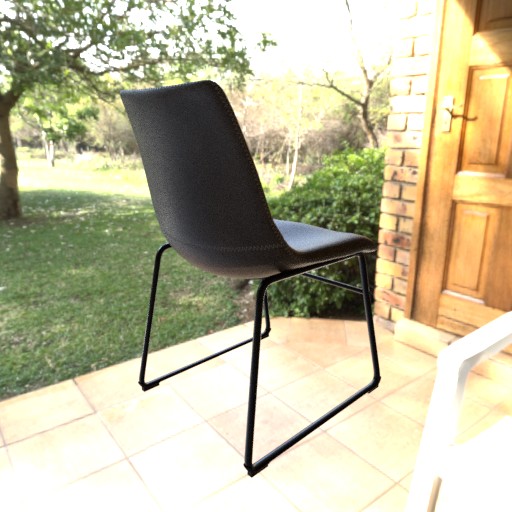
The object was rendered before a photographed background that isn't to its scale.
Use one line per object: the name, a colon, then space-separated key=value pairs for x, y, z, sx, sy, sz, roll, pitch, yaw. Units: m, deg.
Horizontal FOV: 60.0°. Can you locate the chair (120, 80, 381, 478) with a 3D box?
chair: x=0.000 y=0.000 z=1.124 sx=0.550 sy=0.780 sz=0.460 roll=-15 pitch=22 yaw=-42
